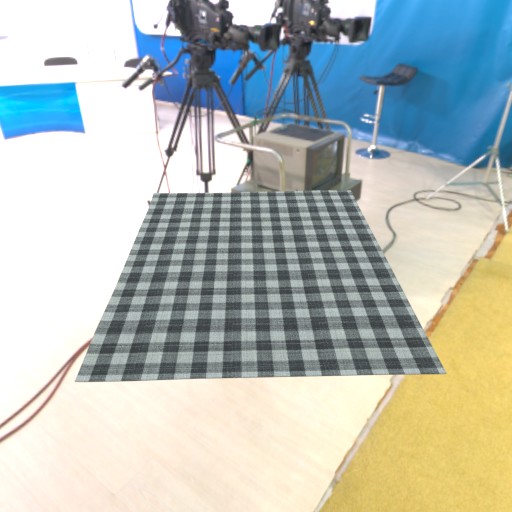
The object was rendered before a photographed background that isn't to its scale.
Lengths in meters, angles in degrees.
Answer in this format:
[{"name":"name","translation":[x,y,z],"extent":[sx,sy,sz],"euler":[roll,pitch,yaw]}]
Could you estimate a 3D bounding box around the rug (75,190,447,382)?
[{"name":"rug","translation":[0.000,0.000,4.175],"extent":[2.432,0.013,3.021],"euler":[-1,32,-1]}]
